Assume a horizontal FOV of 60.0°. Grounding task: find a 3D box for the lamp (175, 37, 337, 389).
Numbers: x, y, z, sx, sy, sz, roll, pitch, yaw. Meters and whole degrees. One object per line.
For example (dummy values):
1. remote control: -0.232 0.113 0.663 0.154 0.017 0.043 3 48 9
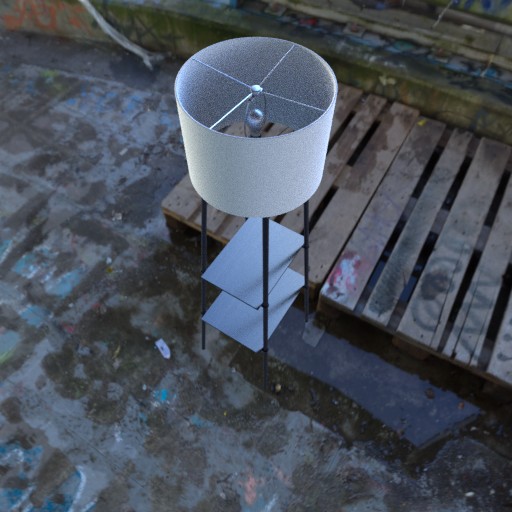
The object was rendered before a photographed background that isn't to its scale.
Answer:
1. lamp: 0.000 0.000 1.644 0.384 1.474 0.427 28 61 17
